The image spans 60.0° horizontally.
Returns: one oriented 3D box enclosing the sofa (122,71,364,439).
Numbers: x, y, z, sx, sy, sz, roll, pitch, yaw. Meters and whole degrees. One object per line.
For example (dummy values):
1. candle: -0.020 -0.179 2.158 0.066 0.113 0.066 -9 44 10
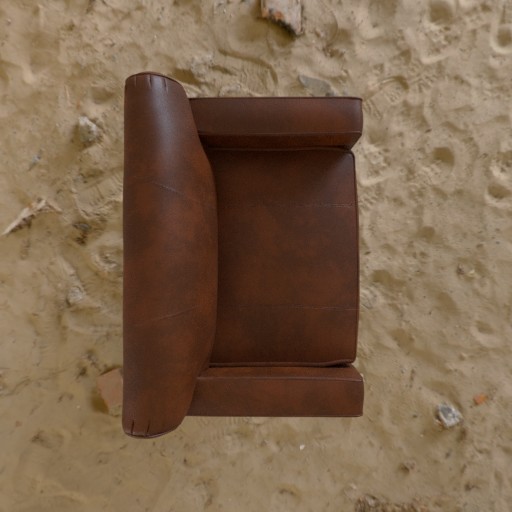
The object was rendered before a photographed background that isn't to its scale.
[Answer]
1. sofa: 0.000 0.000 2.057 1.000 0.956 1.413 0 89 1
